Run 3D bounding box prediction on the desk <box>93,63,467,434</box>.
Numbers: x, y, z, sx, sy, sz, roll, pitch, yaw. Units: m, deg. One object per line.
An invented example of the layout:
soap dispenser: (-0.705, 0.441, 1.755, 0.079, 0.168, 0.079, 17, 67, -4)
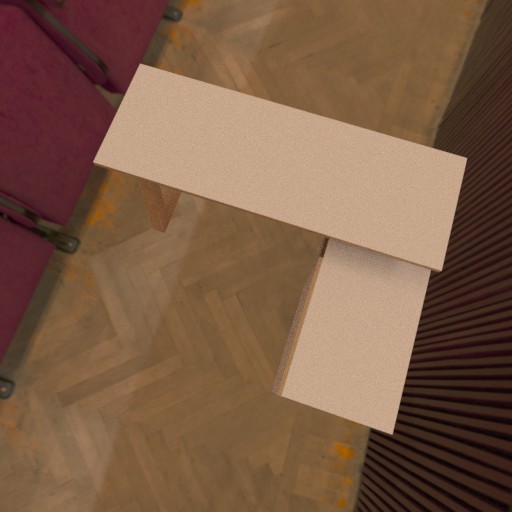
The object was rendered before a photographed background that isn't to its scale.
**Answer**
desk: (0.000, 0.000, 2.044, 1.404, 0.755, 1.098, 18, 75, 5)
